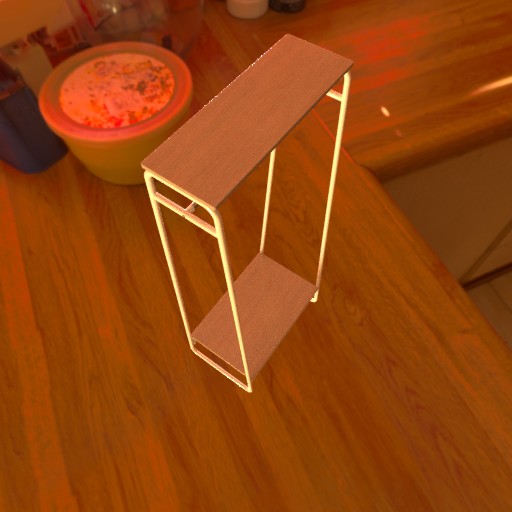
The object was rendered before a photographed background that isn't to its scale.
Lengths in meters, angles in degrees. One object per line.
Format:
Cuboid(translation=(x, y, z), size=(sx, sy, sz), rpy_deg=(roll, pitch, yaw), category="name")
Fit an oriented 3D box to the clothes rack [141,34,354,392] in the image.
Cuboid(translation=(0.000, 0.000, 1.809), size=(0.400, 1.512, 0.640), rpy_deg=(32, 64, 17), category="clothes rack")
